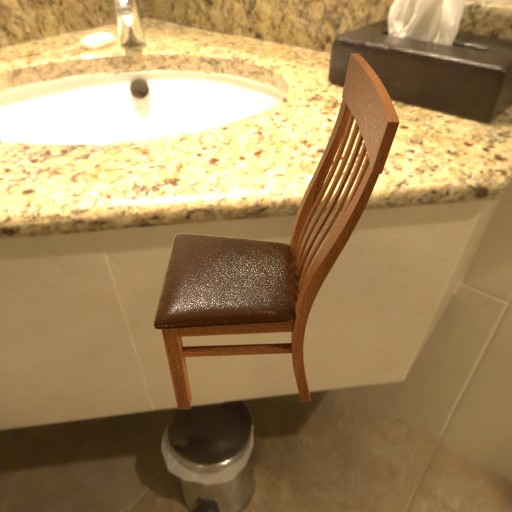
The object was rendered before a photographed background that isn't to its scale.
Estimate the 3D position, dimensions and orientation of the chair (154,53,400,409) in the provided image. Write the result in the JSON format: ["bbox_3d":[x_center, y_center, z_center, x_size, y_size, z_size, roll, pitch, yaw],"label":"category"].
[{"bbox_3d":[0.000,0.000,1.359,0.580,1.050,0.450,0,40,0],"label":"chair"}]
